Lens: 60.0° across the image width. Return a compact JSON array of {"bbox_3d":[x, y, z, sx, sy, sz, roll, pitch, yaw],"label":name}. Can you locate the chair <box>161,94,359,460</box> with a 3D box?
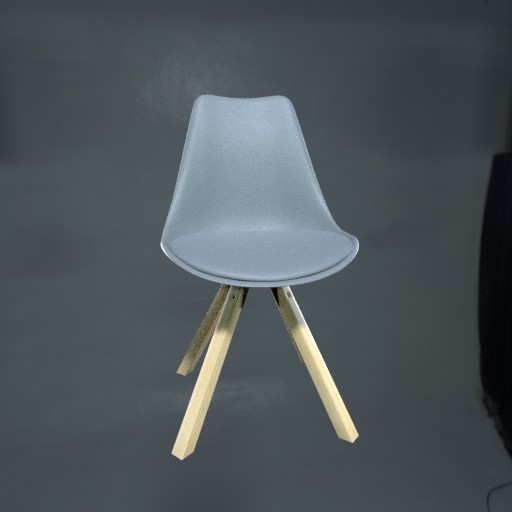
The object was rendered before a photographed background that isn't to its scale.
[{"bbox_3d":[0.000,0.000,1.181,0.485,0.850,0.549,-2,15,-8],"label":"chair"}]
